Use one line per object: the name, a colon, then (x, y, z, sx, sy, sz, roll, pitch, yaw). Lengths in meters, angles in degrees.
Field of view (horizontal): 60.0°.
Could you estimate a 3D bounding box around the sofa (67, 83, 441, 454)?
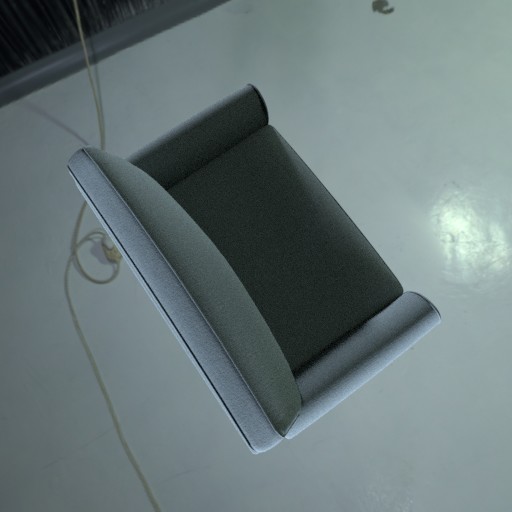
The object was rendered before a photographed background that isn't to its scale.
sofa: (0.000, 0.000, 2.007, 0.940, 0.953, 1.410, -35, 78, -8)
